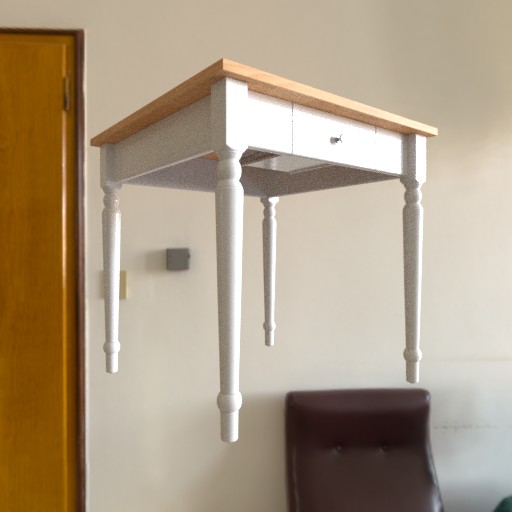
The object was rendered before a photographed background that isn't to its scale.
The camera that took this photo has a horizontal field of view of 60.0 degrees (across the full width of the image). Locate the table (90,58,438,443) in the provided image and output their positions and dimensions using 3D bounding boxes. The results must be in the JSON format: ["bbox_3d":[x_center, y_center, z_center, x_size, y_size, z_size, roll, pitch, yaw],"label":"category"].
[{"bbox_3d":[0.000,0.000,1.343,0.747,0.738,0.747,0,0,-38],"label":"table"}]
